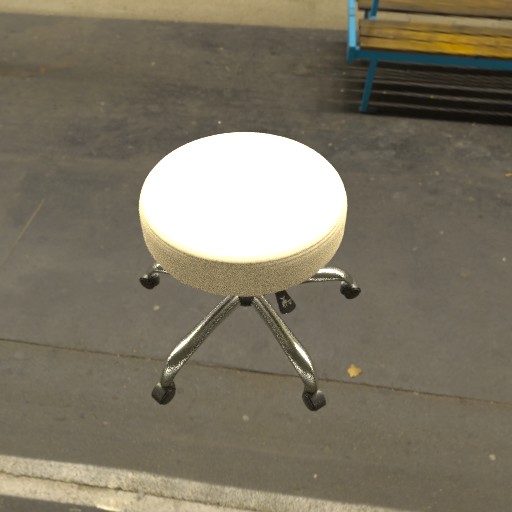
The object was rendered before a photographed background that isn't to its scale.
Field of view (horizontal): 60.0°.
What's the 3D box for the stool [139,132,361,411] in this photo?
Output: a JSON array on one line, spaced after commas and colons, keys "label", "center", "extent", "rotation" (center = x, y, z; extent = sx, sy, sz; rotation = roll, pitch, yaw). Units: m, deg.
[{"label": "stool", "center": [0.000, 0.000, 1.072], "extent": [0.614, 0.482, 0.634], "rotation": [-11, 48, -10]}]
